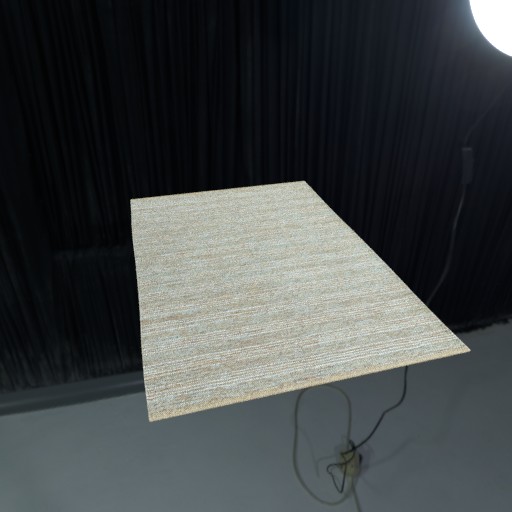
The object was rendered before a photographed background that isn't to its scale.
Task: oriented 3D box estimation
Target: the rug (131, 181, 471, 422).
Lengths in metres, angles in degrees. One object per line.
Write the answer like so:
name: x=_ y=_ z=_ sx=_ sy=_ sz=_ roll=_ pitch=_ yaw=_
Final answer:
rug: x=0.000 y=0.000 z=2.342 sx=1.240 sy=0.010 sz=1.824 roll=-8 pitch=32 yaw=-13
